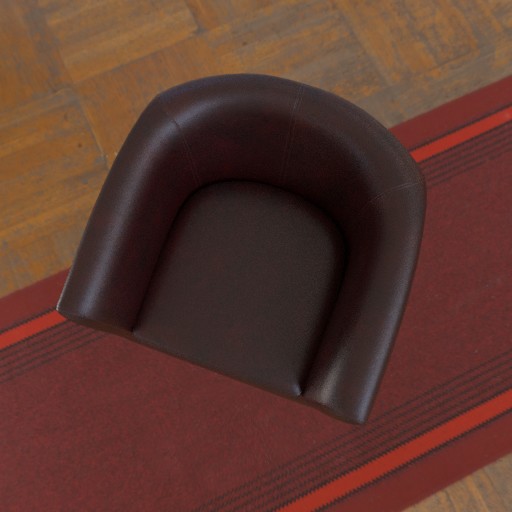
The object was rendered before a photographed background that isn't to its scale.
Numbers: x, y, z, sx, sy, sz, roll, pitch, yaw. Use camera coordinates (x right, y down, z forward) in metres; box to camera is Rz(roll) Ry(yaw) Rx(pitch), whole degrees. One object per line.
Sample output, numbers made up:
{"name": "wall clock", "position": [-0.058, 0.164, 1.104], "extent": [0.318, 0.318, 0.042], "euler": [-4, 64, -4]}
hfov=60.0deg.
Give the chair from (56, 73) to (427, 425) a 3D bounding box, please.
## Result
{"name": "chair", "position": [0.000, 0.000, 1.341], "extent": [0.792, 0.756, 0.727], "euler": [19, 76, 5]}
